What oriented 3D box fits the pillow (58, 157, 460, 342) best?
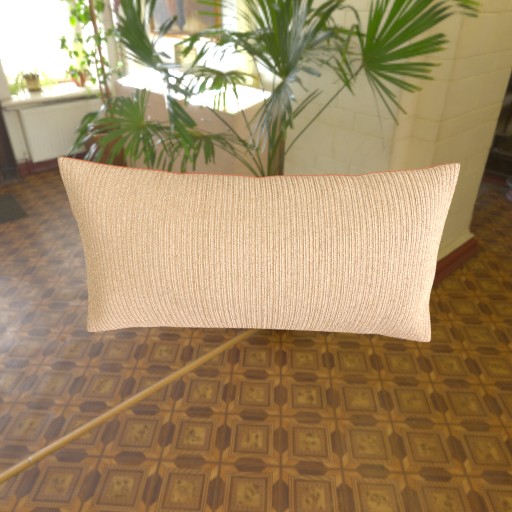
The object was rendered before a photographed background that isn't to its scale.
[{"bbox_3d":[0.000,0.000,0.722,0.608,0.307,0.155,1,31,2],"label":"pillow"}]
